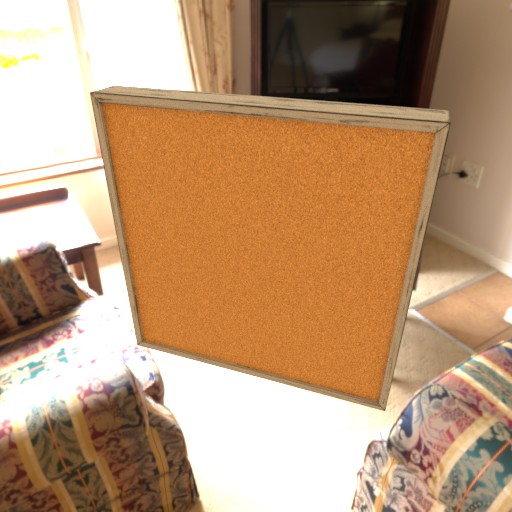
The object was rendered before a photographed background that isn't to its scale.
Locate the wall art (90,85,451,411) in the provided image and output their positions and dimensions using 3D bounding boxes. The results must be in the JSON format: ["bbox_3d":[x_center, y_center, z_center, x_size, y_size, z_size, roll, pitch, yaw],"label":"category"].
[{"bbox_3d":[0.000,0.000,0.448,0.303,0.303,0.036,10,33,16],"label":"wall art"}]
